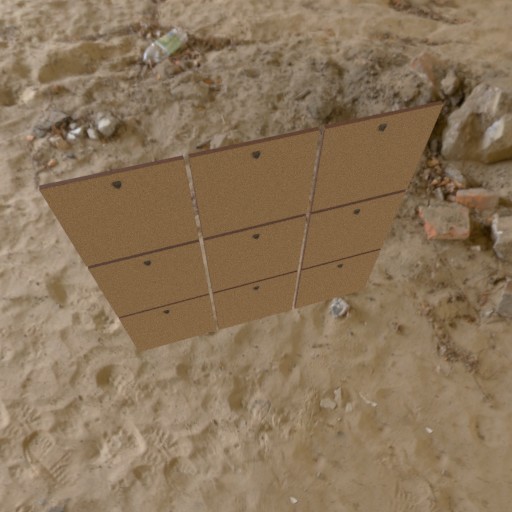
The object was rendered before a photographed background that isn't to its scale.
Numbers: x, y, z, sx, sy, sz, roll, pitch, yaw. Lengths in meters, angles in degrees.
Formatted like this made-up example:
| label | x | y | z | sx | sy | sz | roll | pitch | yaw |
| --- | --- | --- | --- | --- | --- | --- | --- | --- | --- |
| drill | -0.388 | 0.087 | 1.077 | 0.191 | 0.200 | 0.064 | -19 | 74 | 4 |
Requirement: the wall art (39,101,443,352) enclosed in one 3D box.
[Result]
| label | x | y | z | sx | sy | sz | roll | pitch | yaw |
| --- | --- | --- | --- | --- | --- | --- | --- | --- | --- |
| wall art | 0.000 | 0.000 | 1.802 | 1.221 | 1.218 | 0.024 | -14 | 58 | -9 |
